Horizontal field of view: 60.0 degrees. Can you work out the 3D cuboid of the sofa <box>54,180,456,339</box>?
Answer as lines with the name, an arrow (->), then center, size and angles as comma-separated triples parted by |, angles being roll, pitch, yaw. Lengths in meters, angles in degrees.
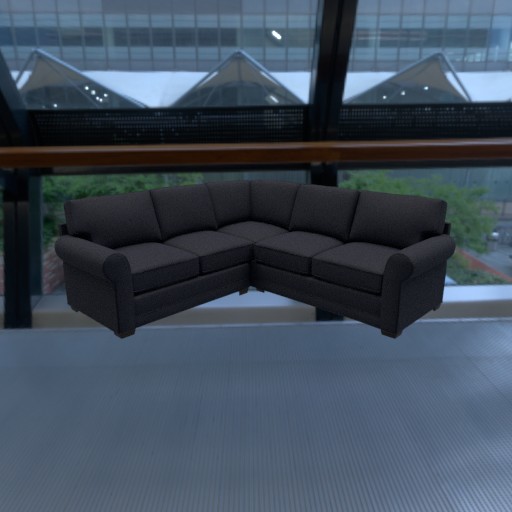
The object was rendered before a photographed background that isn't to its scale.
sofa -> 0.000, 0.000, 3.871 | 2.562, 1.042, 2.487 | 14, 21, 41
